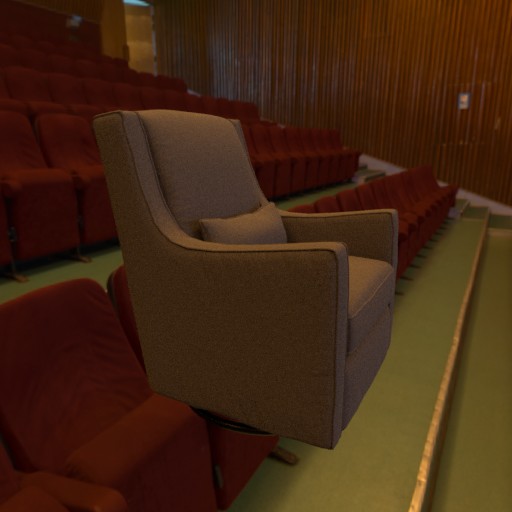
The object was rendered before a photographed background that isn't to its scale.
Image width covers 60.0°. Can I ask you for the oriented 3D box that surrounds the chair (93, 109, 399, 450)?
[{"bbox_3d":[0.000,0.000,1.561,0.879,0.993,0.732,8,16,27],"label":"chair"}]
